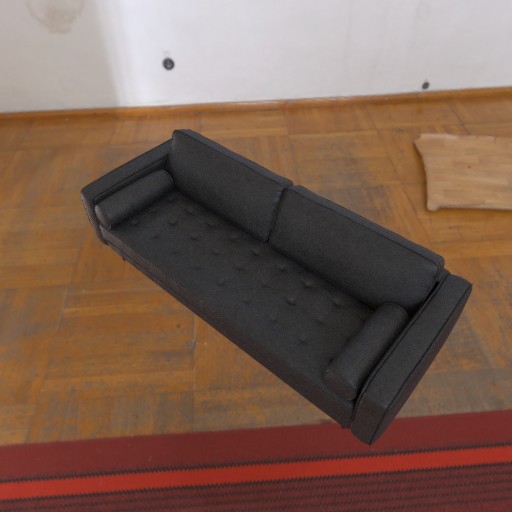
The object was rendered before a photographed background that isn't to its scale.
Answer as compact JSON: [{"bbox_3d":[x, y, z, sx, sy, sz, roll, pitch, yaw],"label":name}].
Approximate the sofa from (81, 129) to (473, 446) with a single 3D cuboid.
[{"bbox_3d":[0.000,0.000,2.634,2.210,0.762,0.914,32,54,27],"label":"sofa"}]
